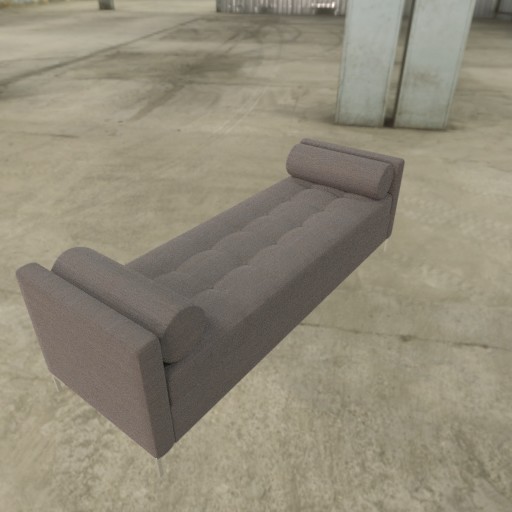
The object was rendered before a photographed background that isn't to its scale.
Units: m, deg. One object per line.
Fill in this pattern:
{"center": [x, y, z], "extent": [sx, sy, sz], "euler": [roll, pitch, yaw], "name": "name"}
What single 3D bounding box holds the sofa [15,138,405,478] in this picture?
{"center": [0.000, 0.000, 2.236], "extent": [0.686, 0.635, 1.981], "euler": [22, 38, 31], "name": "sofa"}
